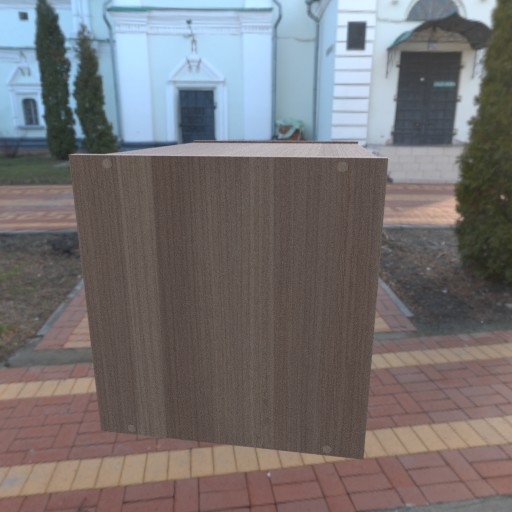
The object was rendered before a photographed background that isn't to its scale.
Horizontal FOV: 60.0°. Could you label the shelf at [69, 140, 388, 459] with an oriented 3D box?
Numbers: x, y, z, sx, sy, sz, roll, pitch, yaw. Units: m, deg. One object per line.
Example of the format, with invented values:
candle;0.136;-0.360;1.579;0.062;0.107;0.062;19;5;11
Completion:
shelf;0.000;0.000;0.632;0.290;0.305;0.415;3;17;9
